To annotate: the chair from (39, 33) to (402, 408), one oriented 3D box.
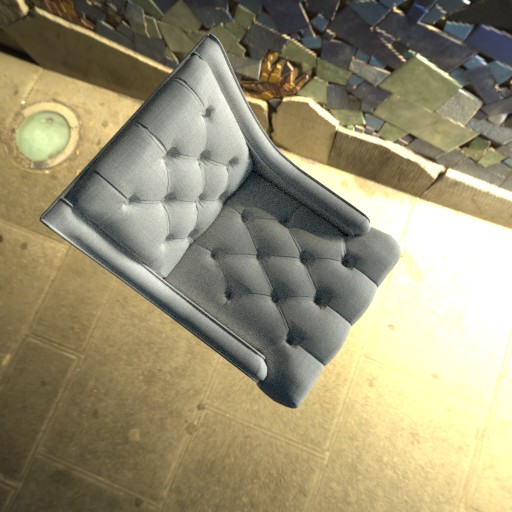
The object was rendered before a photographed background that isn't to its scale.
[{"bbox_3d":[0.000,0.000,1.427,0.772,0.891,0.658,36,78,9],"label":"chair"}]
